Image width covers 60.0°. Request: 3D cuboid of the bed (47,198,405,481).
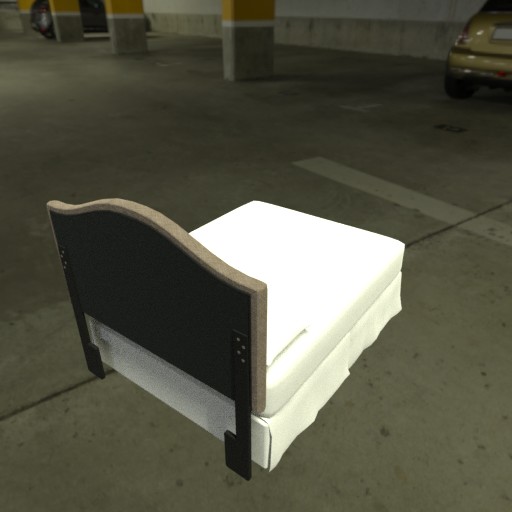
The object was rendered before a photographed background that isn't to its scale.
[{"bbox_3d":[0.000,0.000,3.317,1.713,1.518,2.153,20,35,31],"label":"bed"}]
